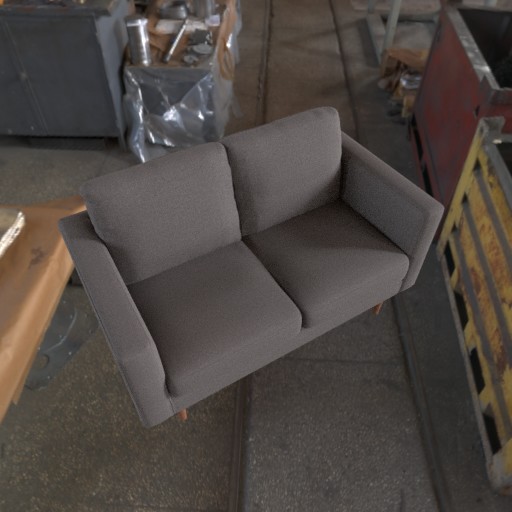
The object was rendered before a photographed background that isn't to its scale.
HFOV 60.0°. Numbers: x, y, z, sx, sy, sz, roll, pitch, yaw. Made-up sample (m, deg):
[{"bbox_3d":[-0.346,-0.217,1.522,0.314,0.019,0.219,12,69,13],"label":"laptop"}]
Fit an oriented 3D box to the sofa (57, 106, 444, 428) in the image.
[{"bbox_3d":[0.000,0.000,1.986,1.430,0.908,0.796,-24,51,-21],"label":"sofa"}]
